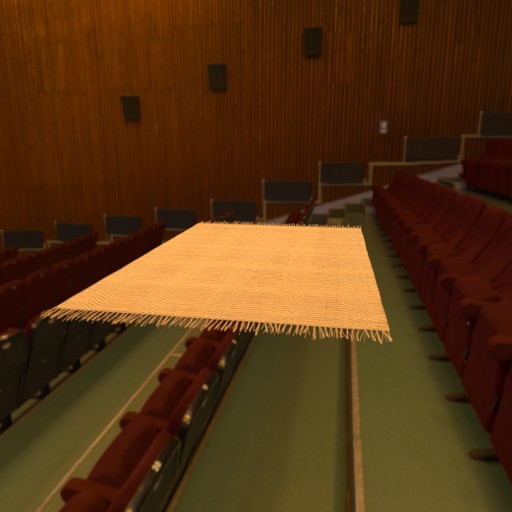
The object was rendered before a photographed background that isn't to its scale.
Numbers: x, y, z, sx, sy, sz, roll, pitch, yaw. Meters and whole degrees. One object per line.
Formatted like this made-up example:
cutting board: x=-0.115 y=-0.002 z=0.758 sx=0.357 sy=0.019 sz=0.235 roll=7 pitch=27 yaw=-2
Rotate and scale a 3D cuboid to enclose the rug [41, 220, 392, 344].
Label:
rug: x=0.000 y=0.000 z=2.437 sx=1.224 sy=0.027 sz=2.021 roll=3 pitch=15 yaw=10
